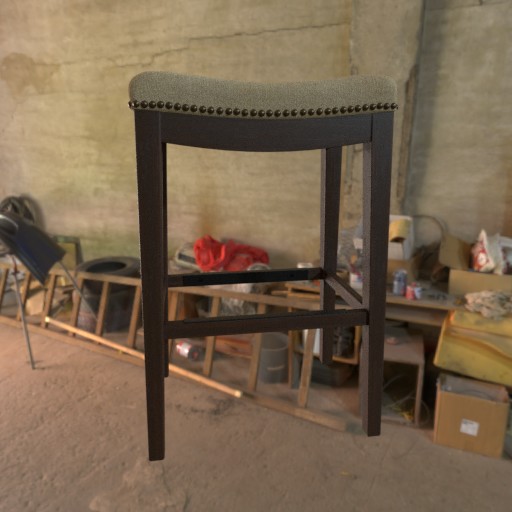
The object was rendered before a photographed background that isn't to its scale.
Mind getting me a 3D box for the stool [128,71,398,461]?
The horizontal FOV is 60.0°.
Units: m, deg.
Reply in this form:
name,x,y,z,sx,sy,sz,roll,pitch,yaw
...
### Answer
name,x,y,z,sx,sy,sz,roll,pitch,yaw
stool,0.000,0.000,1.030,0.509,0.768,0.363,-2,15,-9
